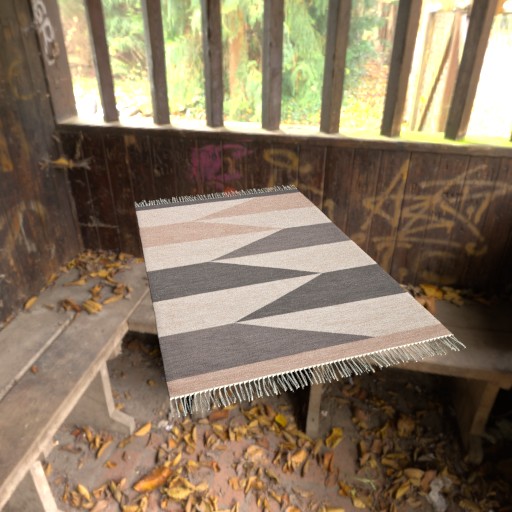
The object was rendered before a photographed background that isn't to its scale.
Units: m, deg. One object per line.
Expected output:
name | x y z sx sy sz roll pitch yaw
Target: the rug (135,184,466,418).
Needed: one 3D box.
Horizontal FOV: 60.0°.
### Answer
rug | 0.000 0.000 2.519 1.224 0.027 2.021 -9 31 -15
